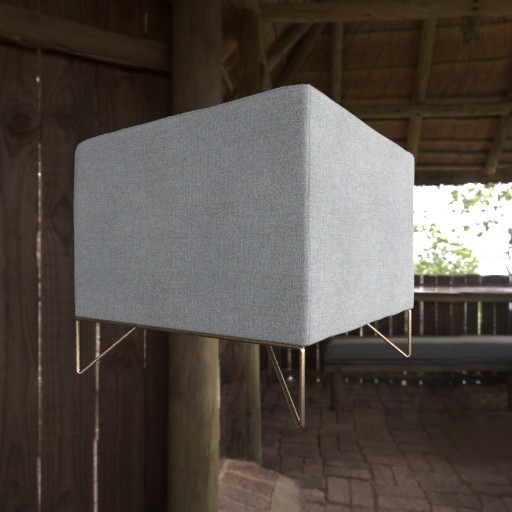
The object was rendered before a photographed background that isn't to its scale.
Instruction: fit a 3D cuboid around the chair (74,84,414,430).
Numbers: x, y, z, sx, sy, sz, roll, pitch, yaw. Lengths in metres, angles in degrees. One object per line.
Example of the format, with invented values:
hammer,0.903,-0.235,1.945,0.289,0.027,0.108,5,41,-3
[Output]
chair,0.000,0.000,1.617,0.912,0.799,0.920,0,0,34
